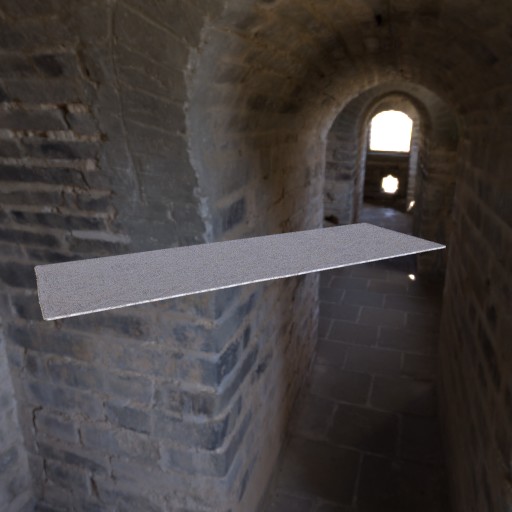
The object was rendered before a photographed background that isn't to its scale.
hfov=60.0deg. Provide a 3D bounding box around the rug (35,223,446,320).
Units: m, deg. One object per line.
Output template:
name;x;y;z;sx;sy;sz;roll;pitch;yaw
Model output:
rug;0.000;0.000;2.726;2.436;0.013;0.807;-9;19;-27
